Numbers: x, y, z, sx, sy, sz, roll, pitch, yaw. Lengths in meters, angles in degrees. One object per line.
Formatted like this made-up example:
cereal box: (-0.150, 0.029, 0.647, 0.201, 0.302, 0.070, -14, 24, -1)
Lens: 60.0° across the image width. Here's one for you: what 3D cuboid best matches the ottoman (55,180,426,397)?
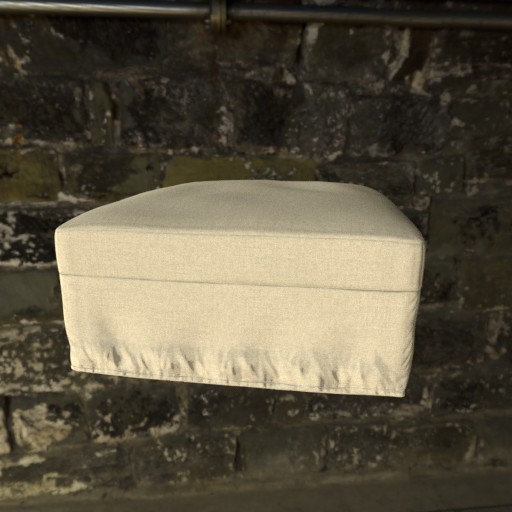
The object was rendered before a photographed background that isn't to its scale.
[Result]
ottoman: (0.000, 0.000, 1.380, 0.843, 0.436, 0.840, 2, 15, 8)
